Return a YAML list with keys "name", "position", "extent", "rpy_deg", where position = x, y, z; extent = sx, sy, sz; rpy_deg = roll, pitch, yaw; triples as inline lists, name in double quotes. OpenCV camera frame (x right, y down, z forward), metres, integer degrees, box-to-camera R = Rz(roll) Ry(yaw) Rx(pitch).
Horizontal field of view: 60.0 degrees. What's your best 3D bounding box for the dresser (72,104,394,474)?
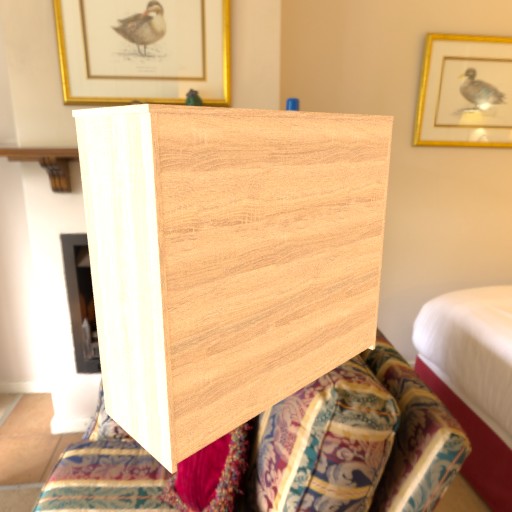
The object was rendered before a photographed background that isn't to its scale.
- name: "dresser"
  position: [0.000, 0.000, 1.471]
  extent: [0.980, 0.900, 0.380]
  rpy_deg: [-15, 21, -42]
